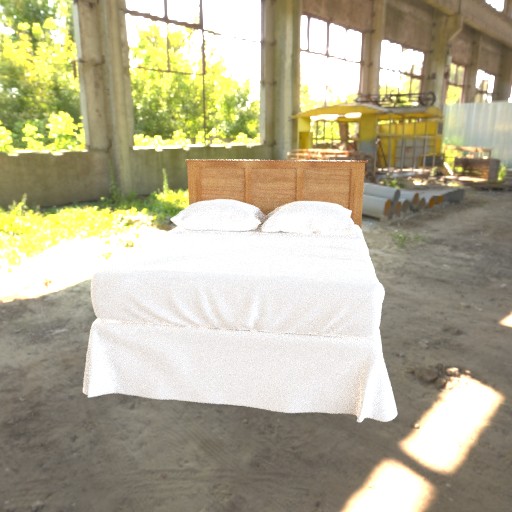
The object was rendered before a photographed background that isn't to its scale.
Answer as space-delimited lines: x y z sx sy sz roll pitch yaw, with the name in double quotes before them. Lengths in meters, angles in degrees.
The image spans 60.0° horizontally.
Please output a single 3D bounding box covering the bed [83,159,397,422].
"bed" 0.000 0.000 3.216 1.870 1.273 2.035 2 15 9
